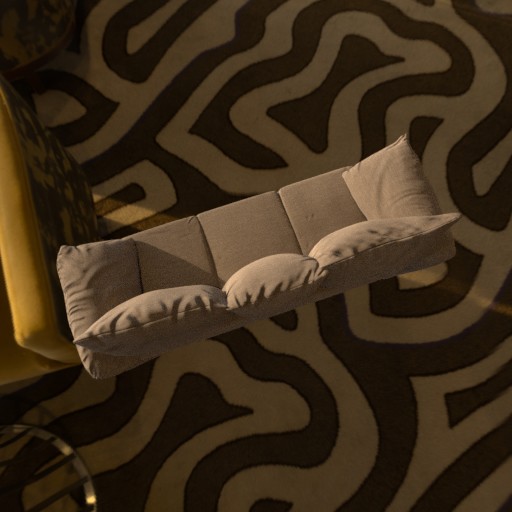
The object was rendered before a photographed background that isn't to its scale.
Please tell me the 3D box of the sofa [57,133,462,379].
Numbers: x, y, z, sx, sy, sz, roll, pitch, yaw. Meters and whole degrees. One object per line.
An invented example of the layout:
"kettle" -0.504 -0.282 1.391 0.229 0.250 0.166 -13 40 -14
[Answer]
"sofa" 0.000 0.000 2.906 2.390 1.043 0.927 -18 76 -5
